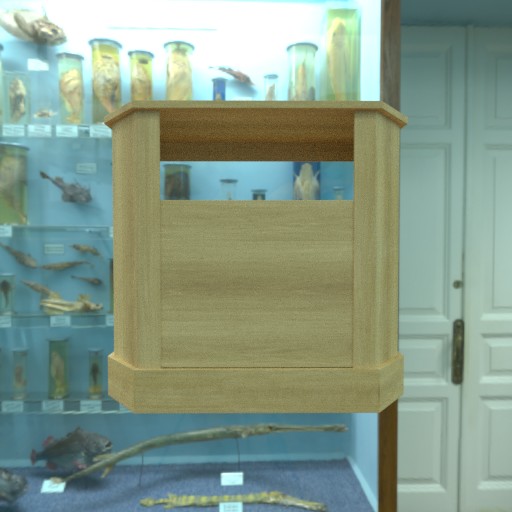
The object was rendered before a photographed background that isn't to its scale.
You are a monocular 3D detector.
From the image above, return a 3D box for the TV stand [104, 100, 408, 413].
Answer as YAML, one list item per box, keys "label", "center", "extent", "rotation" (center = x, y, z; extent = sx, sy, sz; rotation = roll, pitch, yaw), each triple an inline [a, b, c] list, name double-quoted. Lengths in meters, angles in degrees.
- label: "TV stand"
  center: [0.000, 0.000, 1.319]
  extent: [0.851, 0.781, 0.425]
  rotation: [0, 2, 0]
